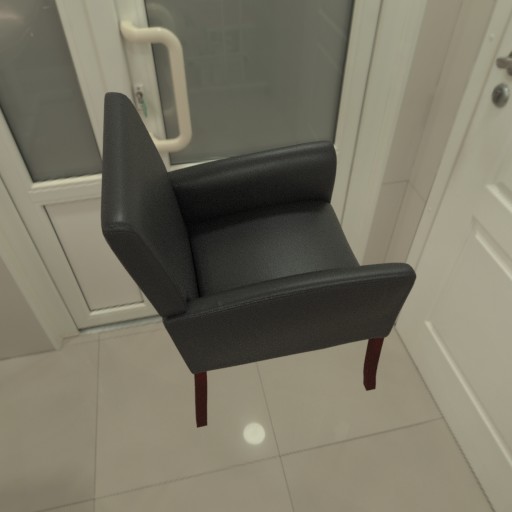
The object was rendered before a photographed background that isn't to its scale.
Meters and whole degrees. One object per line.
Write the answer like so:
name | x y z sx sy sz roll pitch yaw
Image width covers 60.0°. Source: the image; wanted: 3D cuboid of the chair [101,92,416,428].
chair | 0.000 0.000 1.482 0.772 0.951 0.683 -9 46 -9
